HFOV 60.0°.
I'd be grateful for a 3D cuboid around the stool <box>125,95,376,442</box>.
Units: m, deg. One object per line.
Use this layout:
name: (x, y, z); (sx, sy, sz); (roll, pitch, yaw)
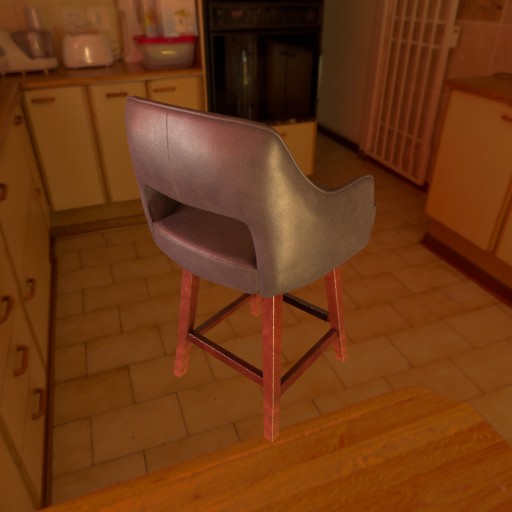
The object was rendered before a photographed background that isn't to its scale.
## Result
stool: (0.000, 0.000, 1.278); (0.550, 0.936, 0.560); (23, 38, 33)
